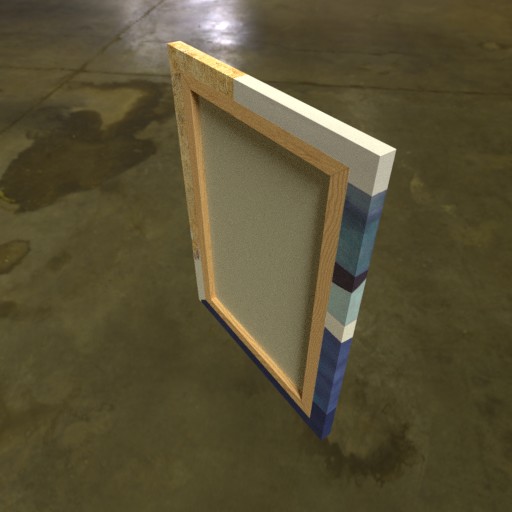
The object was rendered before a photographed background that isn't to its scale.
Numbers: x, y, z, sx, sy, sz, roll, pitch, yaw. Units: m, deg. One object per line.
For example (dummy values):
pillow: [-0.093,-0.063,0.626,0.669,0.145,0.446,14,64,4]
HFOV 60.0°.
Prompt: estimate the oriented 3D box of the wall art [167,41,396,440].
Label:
wall art: [0.000,0.000,0.795,0.026,0.613,0.458,-26,48,-26]
